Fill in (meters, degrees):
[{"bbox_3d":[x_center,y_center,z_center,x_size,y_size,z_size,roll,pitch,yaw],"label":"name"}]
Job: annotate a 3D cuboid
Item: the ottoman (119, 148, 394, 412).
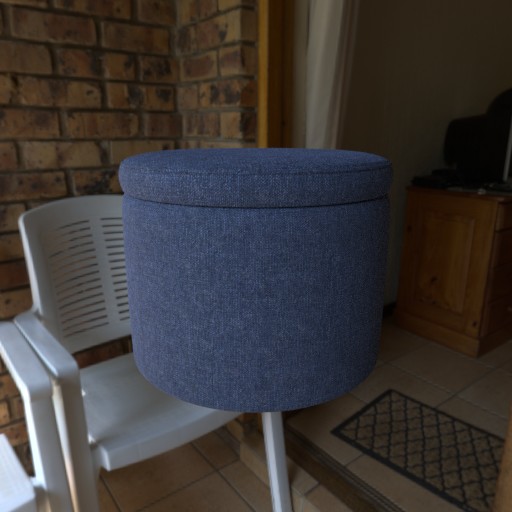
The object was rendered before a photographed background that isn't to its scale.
[{"bbox_3d":[0.000,0.000,0.918,0.520,0.430,0.520,0,16,0],"label":"ottoman"}]
